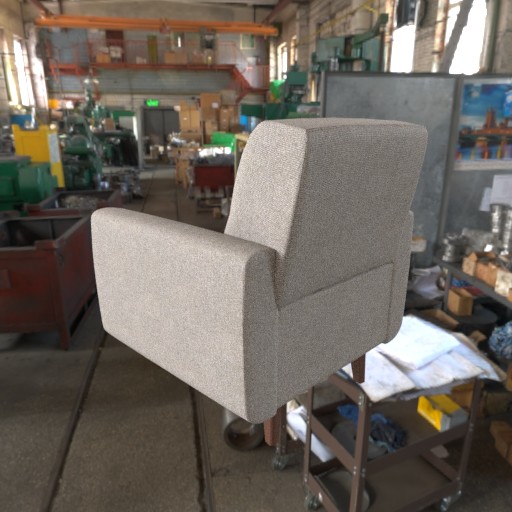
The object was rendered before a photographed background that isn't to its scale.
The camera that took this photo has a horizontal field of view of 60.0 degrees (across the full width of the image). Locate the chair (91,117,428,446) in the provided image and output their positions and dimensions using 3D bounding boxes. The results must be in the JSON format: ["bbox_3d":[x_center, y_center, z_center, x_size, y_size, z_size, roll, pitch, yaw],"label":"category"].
[{"bbox_3d":[0.000,0.000,1.627,0.845,0.968,0.942,-16,23,-42],"label":"chair"}]
